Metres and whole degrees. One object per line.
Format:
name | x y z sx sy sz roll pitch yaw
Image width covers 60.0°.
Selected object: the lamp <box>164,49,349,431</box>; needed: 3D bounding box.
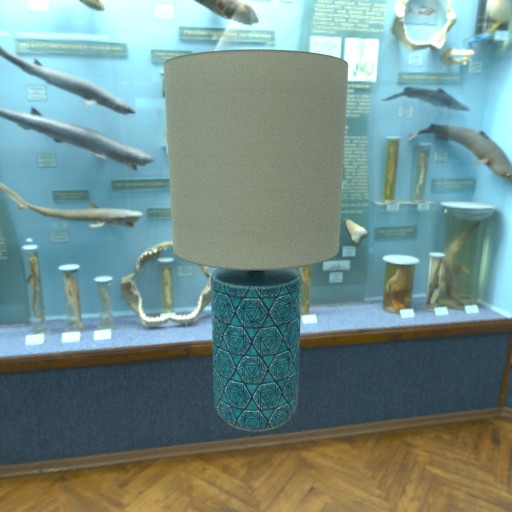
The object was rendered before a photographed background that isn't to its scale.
lamp | 0.000 0.000 0.754 0.278 0.597 0.278 -2 15 -9
